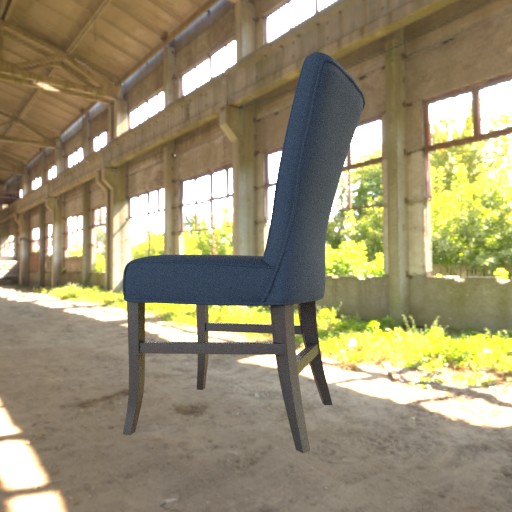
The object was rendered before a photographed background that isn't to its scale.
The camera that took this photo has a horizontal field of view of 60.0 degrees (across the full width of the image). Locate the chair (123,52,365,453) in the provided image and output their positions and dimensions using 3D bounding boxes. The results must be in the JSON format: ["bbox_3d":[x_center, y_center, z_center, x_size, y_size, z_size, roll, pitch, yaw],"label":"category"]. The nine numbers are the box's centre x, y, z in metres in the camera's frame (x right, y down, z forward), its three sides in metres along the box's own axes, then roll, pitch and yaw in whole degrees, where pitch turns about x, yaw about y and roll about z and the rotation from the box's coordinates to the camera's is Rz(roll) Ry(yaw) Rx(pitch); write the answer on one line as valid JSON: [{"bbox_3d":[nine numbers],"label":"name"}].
[{"bbox_3d":[0.000,0.000,1.371,0.660,0.991,0.520,0,-1,18],"label":"chair"}]
